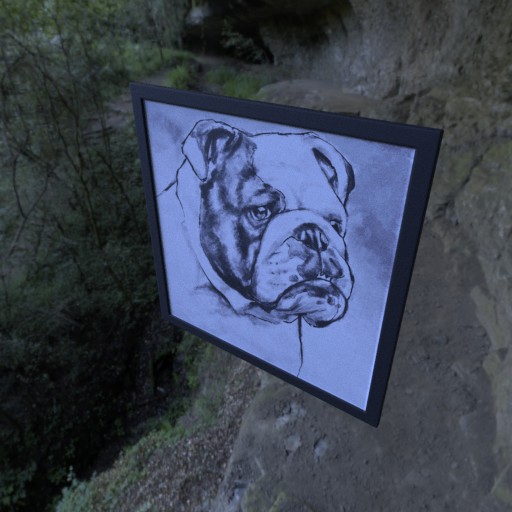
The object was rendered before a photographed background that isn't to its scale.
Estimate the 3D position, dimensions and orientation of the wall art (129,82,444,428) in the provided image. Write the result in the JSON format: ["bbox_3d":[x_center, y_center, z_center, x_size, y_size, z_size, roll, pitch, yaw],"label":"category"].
[{"bbox_3d":[0.000,0.000,0.829,0.562,0.558,0.012,20,37,29],"label":"wall art"}]
